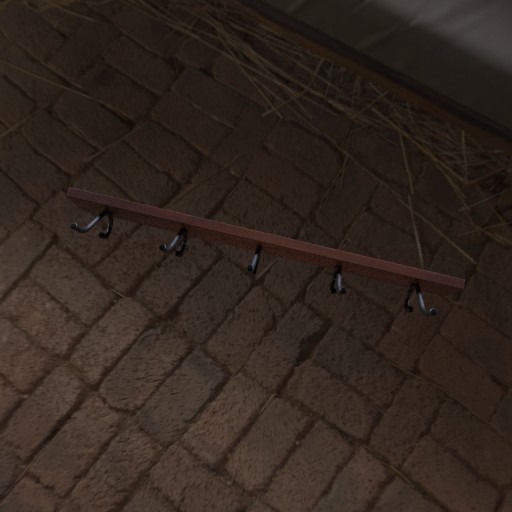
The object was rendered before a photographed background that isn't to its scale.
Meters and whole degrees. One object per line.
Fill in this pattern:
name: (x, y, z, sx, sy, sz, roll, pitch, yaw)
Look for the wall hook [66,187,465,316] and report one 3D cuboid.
wall hook: (0.000, 0.000, 0.617, 0.571, 0.117, 0.071, 13, 76, 3)
